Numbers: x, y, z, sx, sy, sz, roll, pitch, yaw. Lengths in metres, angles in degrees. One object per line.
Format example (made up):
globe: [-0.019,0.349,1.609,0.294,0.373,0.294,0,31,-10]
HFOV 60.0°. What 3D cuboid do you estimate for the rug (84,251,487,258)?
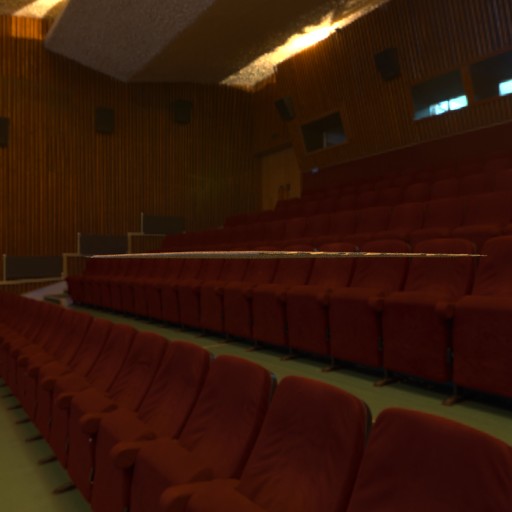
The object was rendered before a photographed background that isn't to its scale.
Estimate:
rug: [0.000,0.000,3.095,1.619,0.023,2.465,0,-1,-38]
